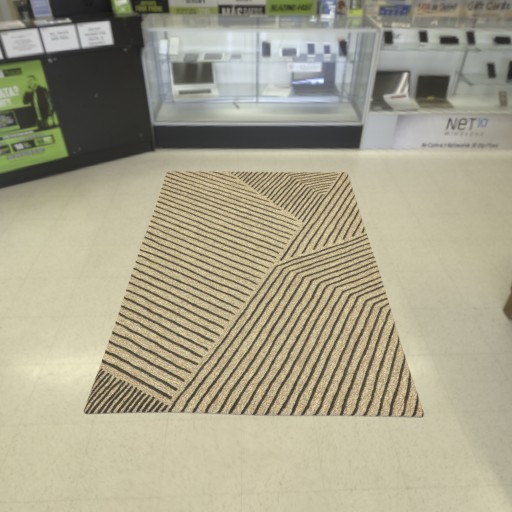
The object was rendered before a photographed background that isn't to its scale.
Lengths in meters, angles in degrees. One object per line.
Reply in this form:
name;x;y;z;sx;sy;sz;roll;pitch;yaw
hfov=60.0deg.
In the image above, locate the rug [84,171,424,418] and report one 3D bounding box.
rug;0.000;0.000;2.316;1.237;0.019;1.842;0;39;0
